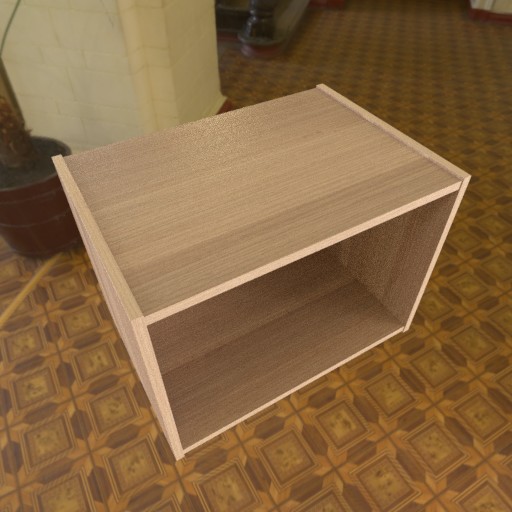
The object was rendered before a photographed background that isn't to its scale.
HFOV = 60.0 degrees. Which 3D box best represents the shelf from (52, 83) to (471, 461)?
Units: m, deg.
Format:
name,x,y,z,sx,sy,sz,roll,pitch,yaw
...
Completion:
name,x,y,z,sx,sy,sz,roll,pitch,yaw
shelf,0.000,0.000,0.640,0.415,0.305,0.290,-23,49,-21
